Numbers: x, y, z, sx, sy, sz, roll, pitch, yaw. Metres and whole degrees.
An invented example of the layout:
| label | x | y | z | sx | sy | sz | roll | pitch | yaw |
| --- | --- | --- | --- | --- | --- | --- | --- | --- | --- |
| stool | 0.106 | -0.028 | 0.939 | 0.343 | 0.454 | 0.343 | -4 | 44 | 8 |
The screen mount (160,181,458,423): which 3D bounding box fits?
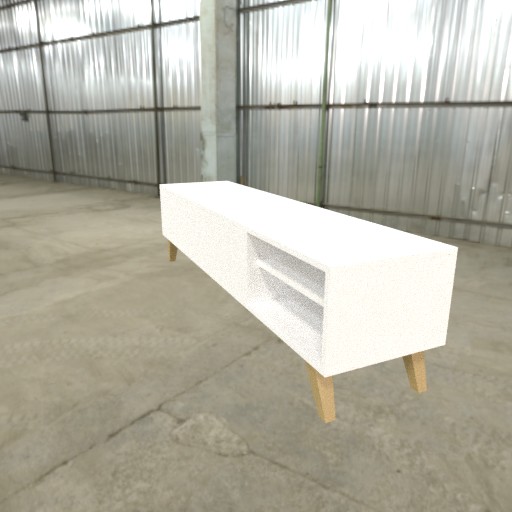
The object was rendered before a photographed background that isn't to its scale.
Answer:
| label | x | y | z | sx | sy | sz | roll | pitch | yaw |
| --- | --- | --- | --- | --- | --- | --- | --- | --- | --- |
| screen mount | 0.000 | 0.000 | 1.853 | 0.399 | 0.432 | 1.644 | -7 | 18 | -24 |
